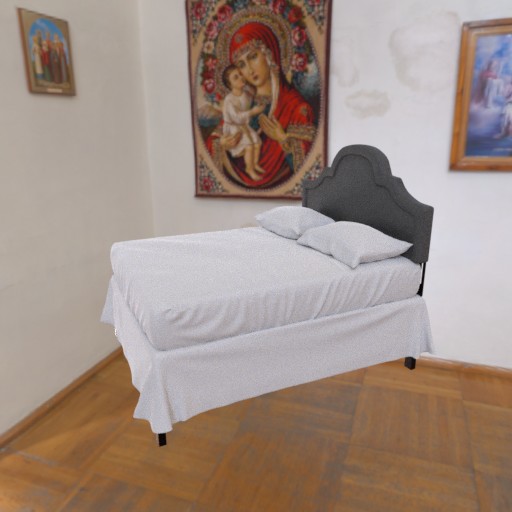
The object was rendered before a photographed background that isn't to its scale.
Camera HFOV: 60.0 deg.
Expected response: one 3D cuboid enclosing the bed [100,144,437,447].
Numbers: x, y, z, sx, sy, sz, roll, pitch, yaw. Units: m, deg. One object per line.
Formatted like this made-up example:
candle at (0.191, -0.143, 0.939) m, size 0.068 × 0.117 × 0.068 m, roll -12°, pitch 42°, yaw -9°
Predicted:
bed at (0.000, 0.000, 3.413) m, size 2.222 × 1.634 × 1.780 m, roll -8°, pitch 18°, yaw -25°
